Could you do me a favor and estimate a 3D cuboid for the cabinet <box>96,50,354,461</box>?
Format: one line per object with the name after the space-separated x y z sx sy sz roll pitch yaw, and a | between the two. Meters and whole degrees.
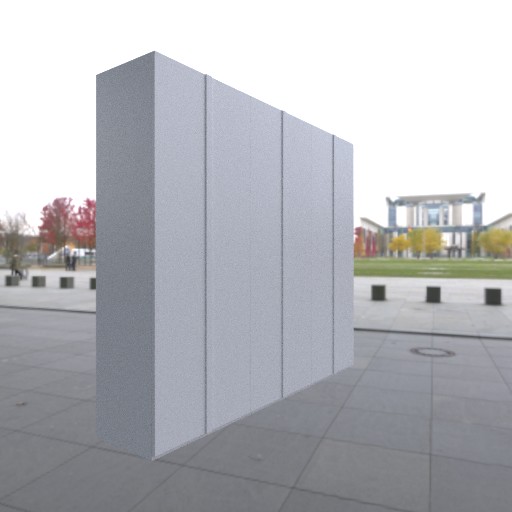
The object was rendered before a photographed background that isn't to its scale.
0.000 0.000 3.797 0.590 2.370 2.700 0 0 37 | cabinet
